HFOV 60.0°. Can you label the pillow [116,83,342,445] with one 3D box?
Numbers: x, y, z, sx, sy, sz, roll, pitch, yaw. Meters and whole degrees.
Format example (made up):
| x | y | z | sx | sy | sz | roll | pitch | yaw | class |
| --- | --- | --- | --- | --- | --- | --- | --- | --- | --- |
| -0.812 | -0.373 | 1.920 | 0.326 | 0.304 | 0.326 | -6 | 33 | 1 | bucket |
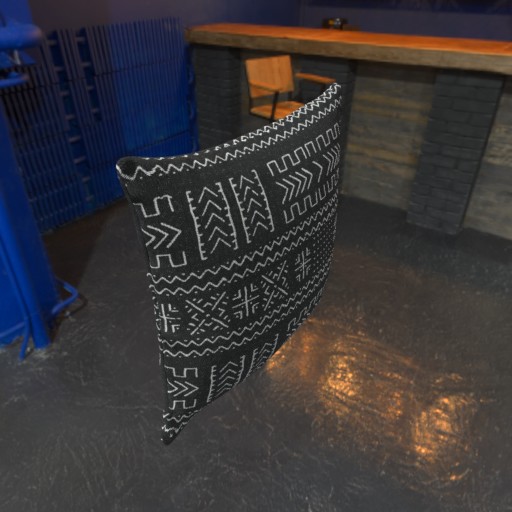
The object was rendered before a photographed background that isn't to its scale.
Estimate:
| x | y | z | sx | sy | sz | roll | pitch | yaw | class |
| --- | --- | --- | --- | --- | --- | --- | --- | --- | --- |
| 0.000 | 0.000 | 0.667 | 0.164 | 0.430 | 0.438 | 22 | 38 | 31 | pillow |
